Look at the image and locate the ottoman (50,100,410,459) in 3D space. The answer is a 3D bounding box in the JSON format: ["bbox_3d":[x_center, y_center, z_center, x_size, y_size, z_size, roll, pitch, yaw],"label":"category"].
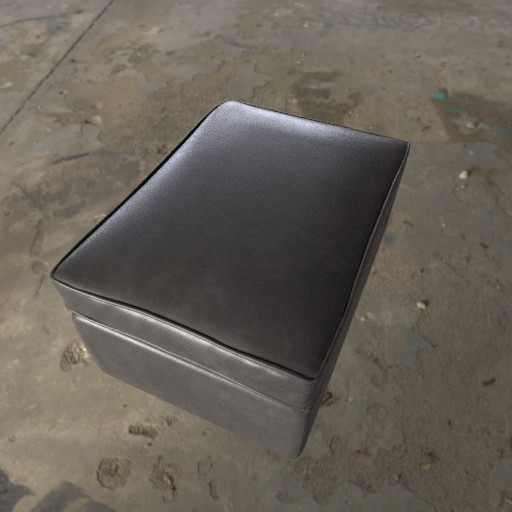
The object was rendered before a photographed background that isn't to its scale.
[{"bbox_3d":[0.000,0.000,1.124,0.554,0.445,0.756,19,50,16],"label":"ottoman"}]
